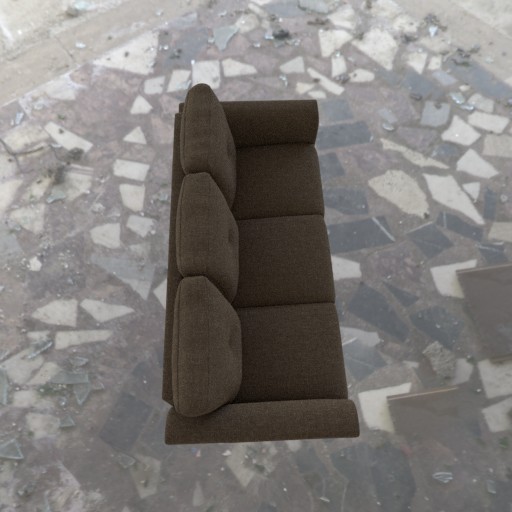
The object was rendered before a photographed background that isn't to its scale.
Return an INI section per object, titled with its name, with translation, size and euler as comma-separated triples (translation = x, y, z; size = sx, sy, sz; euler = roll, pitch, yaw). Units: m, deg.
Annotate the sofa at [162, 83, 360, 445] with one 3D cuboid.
[sofa]
translation = 0.000, 0.000, 2.374
size = 0.837, 0.891, 1.847
euler = -2, 65, -1
